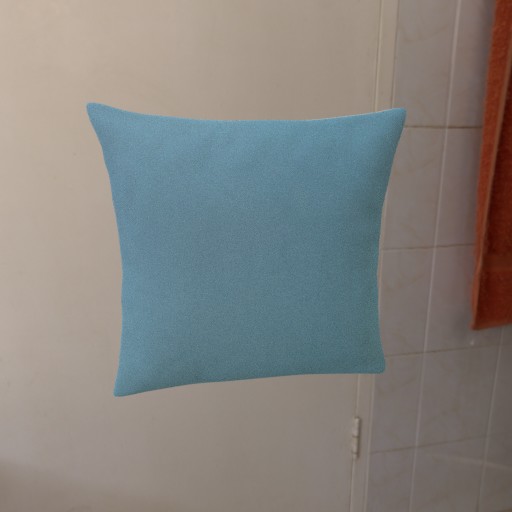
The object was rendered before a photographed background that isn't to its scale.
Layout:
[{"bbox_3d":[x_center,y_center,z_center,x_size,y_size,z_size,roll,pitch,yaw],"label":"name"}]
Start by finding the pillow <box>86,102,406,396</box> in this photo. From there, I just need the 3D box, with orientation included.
[{"bbox_3d":[0.000,0.000,0.783,0.526,0.507,0.166,-2,14,-9],"label":"pillow"}]
